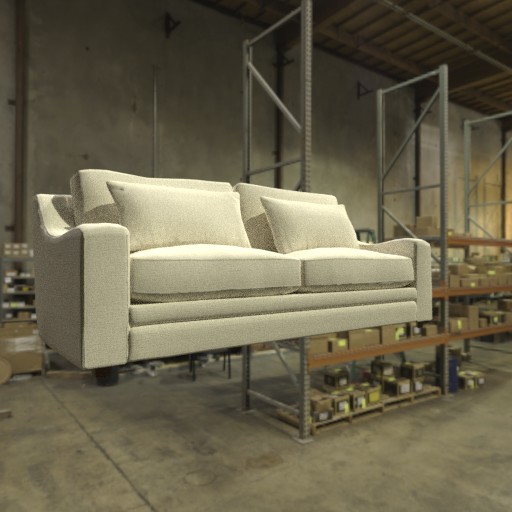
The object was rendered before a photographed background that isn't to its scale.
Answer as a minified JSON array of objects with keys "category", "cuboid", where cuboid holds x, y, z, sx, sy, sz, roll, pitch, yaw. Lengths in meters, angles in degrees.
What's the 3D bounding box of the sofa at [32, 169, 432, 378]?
[{"category":"sofa","cuboid":[0.000,0.000,2.870,2.470,1.022,1.009,0,-1,-36]}]
